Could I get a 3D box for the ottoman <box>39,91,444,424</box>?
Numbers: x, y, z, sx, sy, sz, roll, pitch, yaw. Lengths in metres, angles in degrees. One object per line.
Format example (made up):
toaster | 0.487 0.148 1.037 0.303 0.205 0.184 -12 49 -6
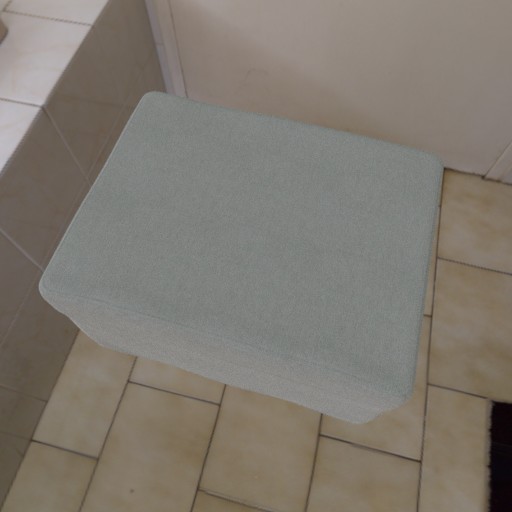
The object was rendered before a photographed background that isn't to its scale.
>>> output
ottoman | 0.000 0.000 1.233 0.833 0.461 0.648 15 64 7
